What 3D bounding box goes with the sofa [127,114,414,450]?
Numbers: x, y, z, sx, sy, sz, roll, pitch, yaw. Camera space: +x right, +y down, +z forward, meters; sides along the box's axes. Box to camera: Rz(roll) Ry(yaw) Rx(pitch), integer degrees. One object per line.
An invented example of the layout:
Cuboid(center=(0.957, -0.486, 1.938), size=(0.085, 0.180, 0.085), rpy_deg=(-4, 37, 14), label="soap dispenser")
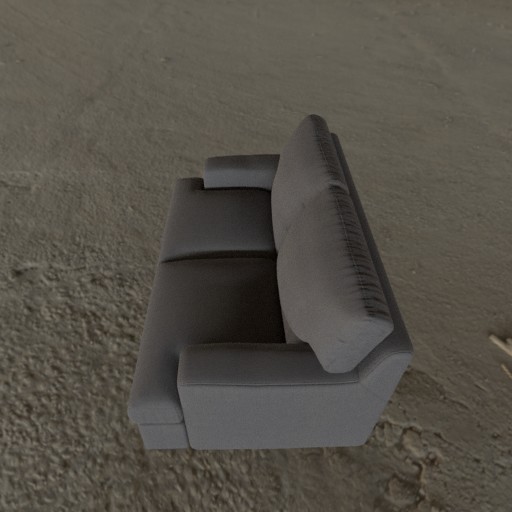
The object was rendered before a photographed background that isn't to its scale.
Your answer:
Cuboid(center=(0.000, 0.000, 2.488), size=(1.143, 0.940, 1.880), rpy_deg=(-1, 41, -1), label="sofa")
